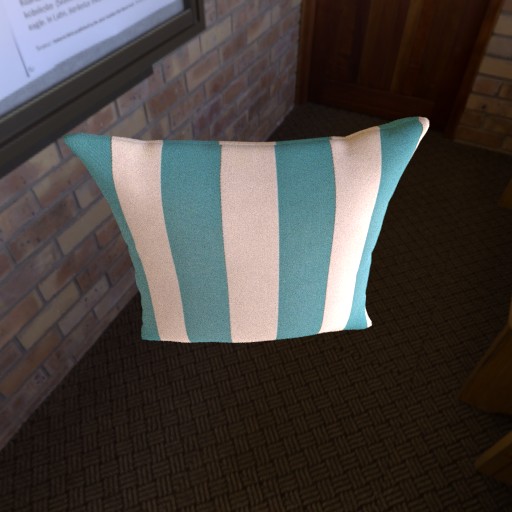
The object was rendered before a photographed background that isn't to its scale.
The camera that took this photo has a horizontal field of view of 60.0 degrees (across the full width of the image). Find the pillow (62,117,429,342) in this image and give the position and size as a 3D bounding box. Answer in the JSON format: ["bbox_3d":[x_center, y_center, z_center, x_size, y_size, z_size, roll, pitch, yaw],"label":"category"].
[{"bbox_3d":[0.000,0.000,0.813,0.536,0.526,0.189,-4,47,-4],"label":"pillow"}]
